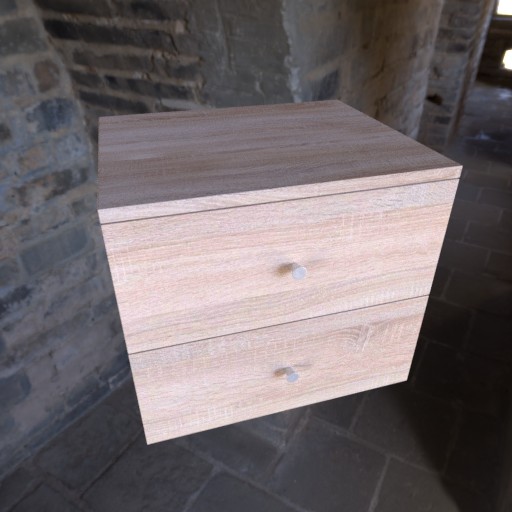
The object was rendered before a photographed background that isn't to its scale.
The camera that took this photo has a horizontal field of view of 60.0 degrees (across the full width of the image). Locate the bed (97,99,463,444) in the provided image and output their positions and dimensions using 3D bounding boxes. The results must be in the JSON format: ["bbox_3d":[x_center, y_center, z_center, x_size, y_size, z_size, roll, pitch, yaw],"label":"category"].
[{"bbox_3d":[0.000,0.000,0.787,0.460,0.420,0.401,-9,33,-14],"label":"bed"}]
